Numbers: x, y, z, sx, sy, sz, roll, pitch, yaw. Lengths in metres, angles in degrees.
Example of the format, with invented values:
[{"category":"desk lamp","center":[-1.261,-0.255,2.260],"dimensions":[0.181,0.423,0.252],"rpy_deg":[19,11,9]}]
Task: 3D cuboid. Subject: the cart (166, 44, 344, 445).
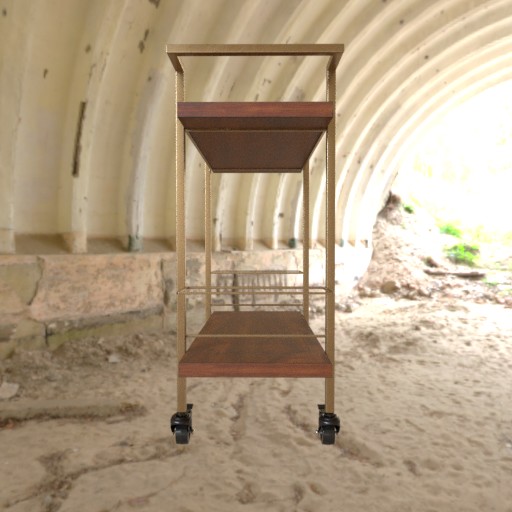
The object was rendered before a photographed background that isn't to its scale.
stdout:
[{"category":"cart","center":[0.000,0.000,1.175],"dimensions":[0.364,0.807,0.695],"rpy_deg":[0,2,0]}]
